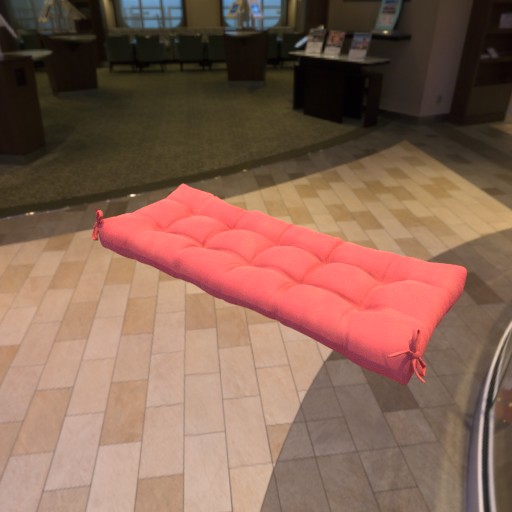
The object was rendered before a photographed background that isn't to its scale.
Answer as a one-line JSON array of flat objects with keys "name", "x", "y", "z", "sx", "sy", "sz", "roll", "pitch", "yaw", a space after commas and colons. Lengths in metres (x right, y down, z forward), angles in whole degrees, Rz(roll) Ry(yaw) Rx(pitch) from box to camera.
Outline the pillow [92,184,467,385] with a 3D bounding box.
[{"name": "pillow", "x": 0.000, "y": 0.000, "z": 1.388, "sx": 1.194, "sy": 0.174, "sz": 0.511, "roll": 20, "pitch": 36, "yaw": 31}]
